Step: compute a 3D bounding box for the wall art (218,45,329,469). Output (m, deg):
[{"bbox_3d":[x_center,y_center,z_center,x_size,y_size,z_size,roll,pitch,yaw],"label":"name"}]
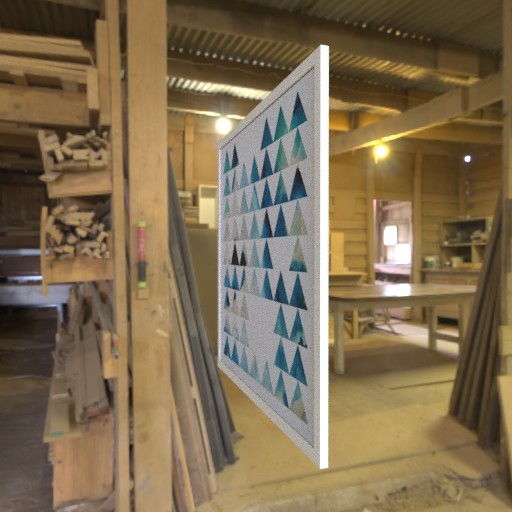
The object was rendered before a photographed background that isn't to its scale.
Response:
[{"bbox_3d":[0.000,0.000,0.848,0.012,0.557,0.557,0,1,-19],"label":"wall art"}]
